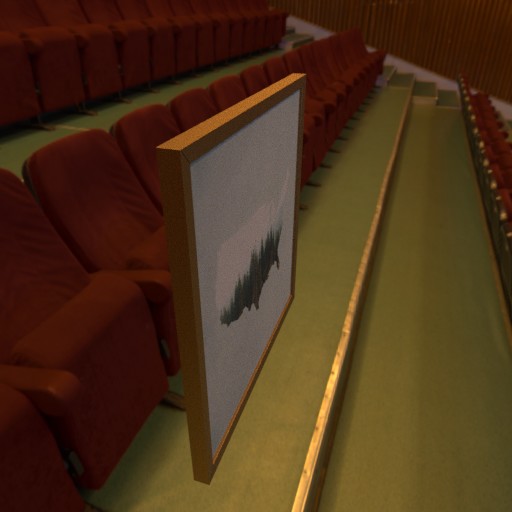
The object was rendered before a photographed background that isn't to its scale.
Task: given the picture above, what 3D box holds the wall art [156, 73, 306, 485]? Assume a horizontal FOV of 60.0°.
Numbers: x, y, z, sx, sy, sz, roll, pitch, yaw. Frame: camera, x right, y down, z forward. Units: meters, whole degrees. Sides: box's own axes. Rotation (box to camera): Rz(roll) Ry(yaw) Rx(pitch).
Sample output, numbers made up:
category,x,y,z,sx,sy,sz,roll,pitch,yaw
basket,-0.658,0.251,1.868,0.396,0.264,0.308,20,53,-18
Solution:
category,x,y,z,sx,sy,sz,roll,pitch,yaw
wall art,0.000,0.000,1.119,0.038,0.762,0.762,10,31,16
